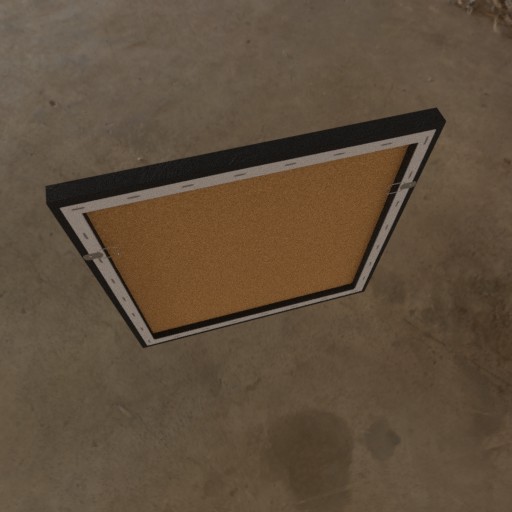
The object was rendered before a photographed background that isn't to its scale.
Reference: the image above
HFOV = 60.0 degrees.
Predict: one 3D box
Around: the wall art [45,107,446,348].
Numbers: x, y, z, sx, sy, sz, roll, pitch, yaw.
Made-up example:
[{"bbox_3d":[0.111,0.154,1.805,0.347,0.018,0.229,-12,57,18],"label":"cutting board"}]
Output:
[{"bbox_3d":[0.000,0.000,1.147,0.758,0.758,0.044,-13,60,-8],"label":"wall art"}]
